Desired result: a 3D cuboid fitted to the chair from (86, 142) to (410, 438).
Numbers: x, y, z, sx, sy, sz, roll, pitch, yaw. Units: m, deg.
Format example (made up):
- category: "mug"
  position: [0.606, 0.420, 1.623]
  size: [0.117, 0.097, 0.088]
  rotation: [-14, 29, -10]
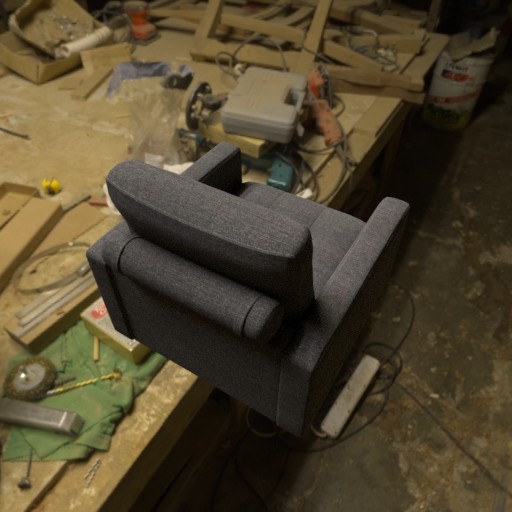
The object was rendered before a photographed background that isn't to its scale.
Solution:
- category: "chair"
  position: [0.000, 0.000, 1.571]
  size: [0.821, 0.880, 0.843]
  rotation: [24, 50, 21]
